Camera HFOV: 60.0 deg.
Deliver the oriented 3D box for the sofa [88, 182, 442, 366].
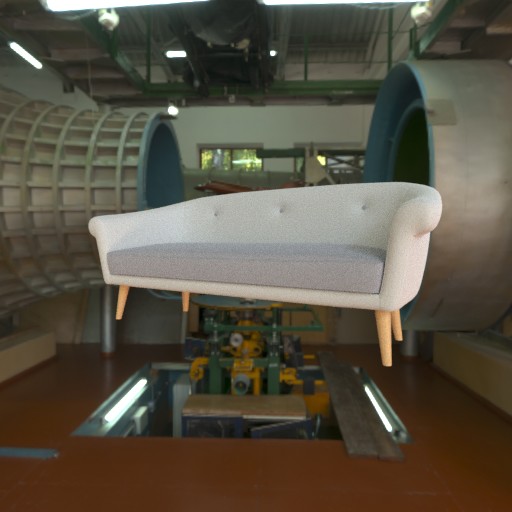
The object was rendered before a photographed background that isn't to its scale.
[{"bbox_3d":[0.000,0.000,2.544,2.160,0.795,0.827,2,3,37],"label":"sofa"}]
